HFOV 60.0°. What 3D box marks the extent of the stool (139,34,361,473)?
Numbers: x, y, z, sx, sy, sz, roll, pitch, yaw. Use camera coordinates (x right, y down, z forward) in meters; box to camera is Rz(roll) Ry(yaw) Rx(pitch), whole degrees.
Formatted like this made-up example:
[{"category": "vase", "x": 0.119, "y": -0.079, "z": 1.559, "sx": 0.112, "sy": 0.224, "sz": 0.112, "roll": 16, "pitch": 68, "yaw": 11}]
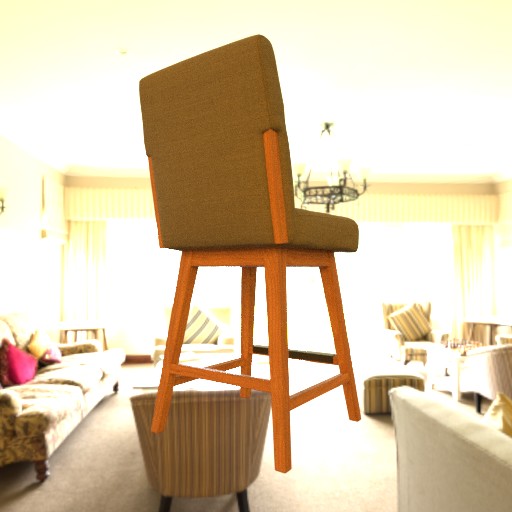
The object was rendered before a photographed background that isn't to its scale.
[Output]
[{"category": "stool", "x": 0.000, "y": 0.000, "z": 1.331, "sx": 0.459, "sy": 1.019, "sz": 0.570, "roll": -1, "pitch": -2, "yaw": 35}]
